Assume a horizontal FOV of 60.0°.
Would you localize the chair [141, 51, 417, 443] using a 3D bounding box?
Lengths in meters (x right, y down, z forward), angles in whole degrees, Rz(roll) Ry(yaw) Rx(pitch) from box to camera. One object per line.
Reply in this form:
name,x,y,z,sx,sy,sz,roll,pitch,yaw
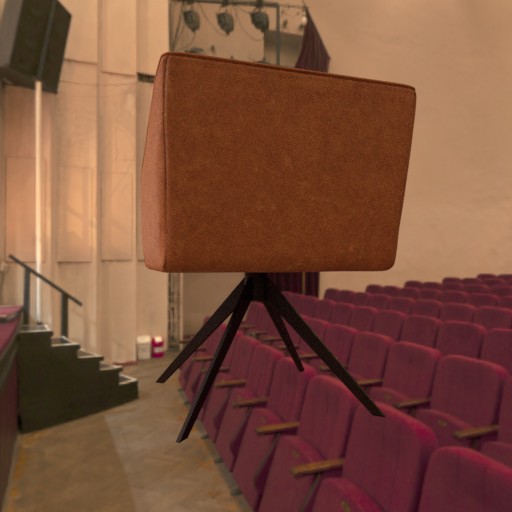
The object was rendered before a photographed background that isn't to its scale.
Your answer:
chair,0.000,0.000,1.200,0.588,0.760,0.625,0,-1,-18
